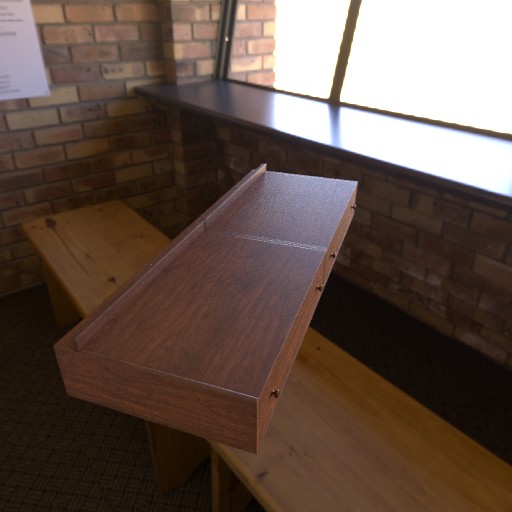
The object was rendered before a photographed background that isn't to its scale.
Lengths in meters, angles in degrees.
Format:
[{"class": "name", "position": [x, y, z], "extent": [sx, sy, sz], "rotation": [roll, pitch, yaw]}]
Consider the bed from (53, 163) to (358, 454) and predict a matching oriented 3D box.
[{"class": "bed", "position": [0.000, 0.000, 2.348], "extent": [0.787, 0.326, 2.057], "rotation": [10, 31, 17]}]
